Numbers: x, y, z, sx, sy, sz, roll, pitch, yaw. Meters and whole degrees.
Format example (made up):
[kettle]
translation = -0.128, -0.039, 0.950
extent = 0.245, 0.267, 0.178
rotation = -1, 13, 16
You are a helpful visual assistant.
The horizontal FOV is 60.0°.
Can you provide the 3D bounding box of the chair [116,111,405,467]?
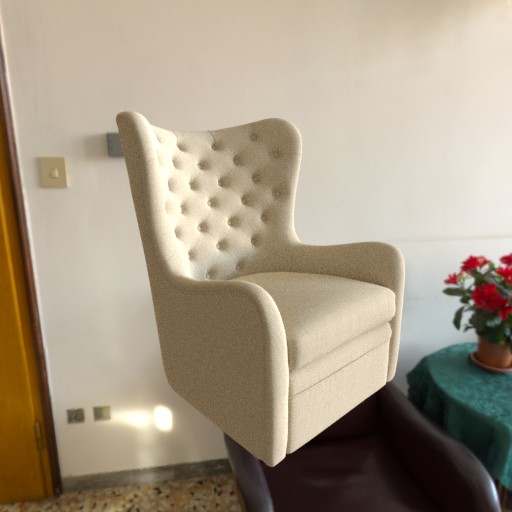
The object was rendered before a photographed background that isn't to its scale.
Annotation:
[chair]
translation = 0.000, 0.000, 1.750
extent = 0.831, 1.079, 0.929
rotation = -14, 21, -43
